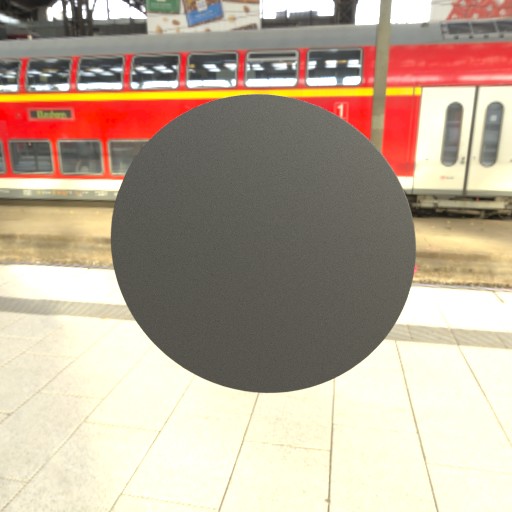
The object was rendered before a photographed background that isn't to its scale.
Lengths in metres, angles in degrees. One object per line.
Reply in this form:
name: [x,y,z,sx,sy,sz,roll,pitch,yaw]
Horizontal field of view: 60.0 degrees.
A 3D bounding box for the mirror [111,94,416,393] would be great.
mirror: [0.000,0.000,1.568,1.077,1.077,0.036,2,16,9]
